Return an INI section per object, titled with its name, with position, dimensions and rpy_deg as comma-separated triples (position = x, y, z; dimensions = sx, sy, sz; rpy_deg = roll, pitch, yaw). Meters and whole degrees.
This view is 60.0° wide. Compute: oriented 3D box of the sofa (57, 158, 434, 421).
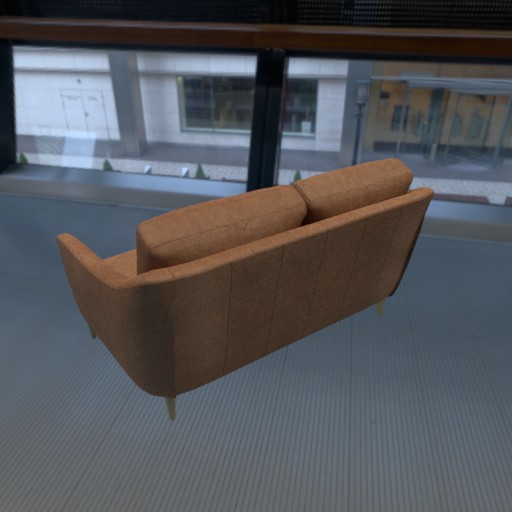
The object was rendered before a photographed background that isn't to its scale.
[sofa]
position = 0.000, 0.000, 2.185
dimensions = 1.619, 0.902, 0.960
rpy_deg = -18, 34, -30
